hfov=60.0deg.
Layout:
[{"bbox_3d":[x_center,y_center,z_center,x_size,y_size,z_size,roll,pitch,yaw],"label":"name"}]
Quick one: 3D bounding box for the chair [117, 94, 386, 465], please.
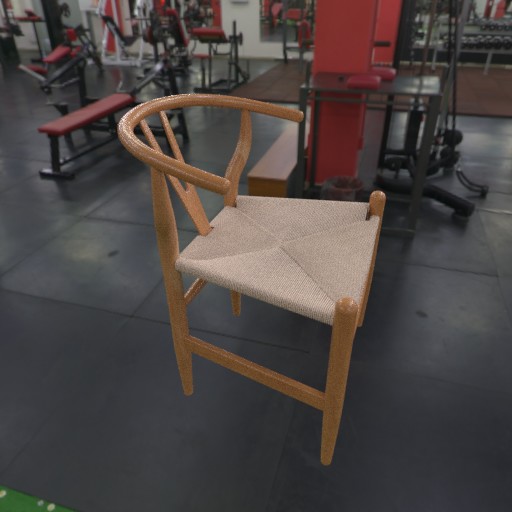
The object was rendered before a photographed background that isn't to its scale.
[{"bbox_3d":[0.000,0.000,1.151,0.579,0.730,0.569,10,33,16],"label":"chair"}]
